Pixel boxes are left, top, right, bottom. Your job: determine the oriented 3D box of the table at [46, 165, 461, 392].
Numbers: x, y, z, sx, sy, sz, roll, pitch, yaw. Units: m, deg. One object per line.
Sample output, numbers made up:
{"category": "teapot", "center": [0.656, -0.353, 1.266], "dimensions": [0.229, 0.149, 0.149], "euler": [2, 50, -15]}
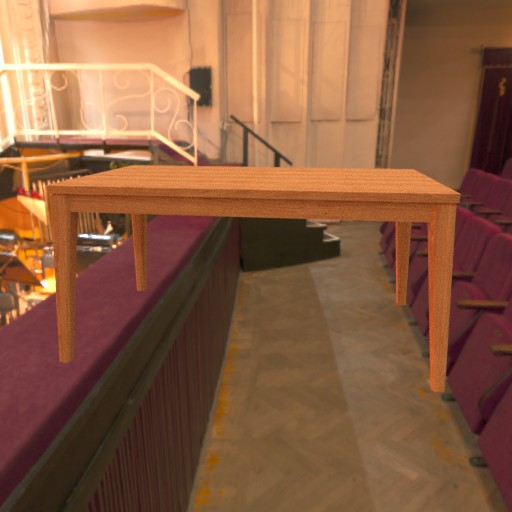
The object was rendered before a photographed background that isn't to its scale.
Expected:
{"category": "table", "center": [0.000, 0.000, 2.127], "dimensions": [1.600, 0.760, 0.900], "euler": [2, 17, 8]}
